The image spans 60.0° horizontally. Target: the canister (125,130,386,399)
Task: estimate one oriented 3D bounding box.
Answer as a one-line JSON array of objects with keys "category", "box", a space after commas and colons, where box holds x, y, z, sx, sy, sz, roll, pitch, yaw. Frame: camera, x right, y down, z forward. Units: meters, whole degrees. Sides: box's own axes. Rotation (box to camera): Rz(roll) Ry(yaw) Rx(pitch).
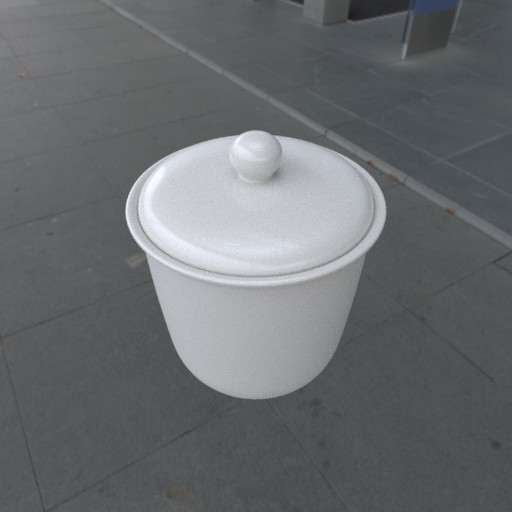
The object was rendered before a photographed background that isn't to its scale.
[{"category": "canister", "box": [0.000, 0.000, 0.354, 0.182, 0.208, 0.182, 0, 41, 0]}]
